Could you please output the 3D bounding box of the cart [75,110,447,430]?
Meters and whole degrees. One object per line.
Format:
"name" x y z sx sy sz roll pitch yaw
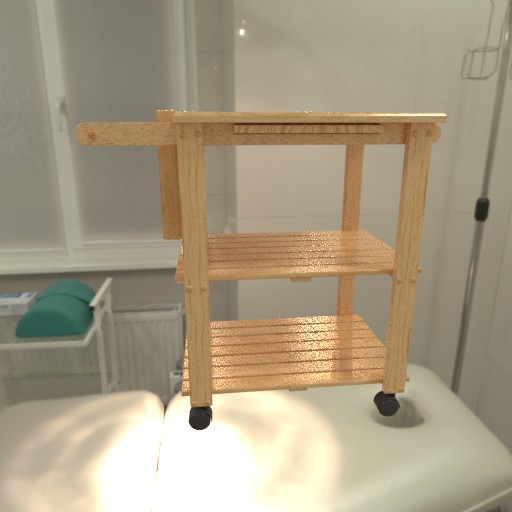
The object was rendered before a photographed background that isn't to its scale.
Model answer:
"cart" 0.000 0.000 1.318 0.843 0.816 0.520 -2 17 -6
